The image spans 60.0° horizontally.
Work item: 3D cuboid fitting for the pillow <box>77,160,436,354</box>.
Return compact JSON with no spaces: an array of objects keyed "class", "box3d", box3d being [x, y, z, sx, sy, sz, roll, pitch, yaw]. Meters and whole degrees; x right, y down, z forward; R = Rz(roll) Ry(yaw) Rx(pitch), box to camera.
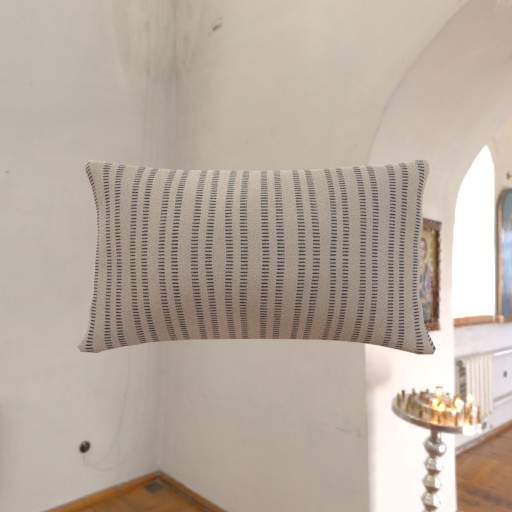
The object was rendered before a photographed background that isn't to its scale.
[{"class":"pillow","box3d":[0.000,0.000,0.813,0.640,0.353,0.210,0,-2,1]}]
